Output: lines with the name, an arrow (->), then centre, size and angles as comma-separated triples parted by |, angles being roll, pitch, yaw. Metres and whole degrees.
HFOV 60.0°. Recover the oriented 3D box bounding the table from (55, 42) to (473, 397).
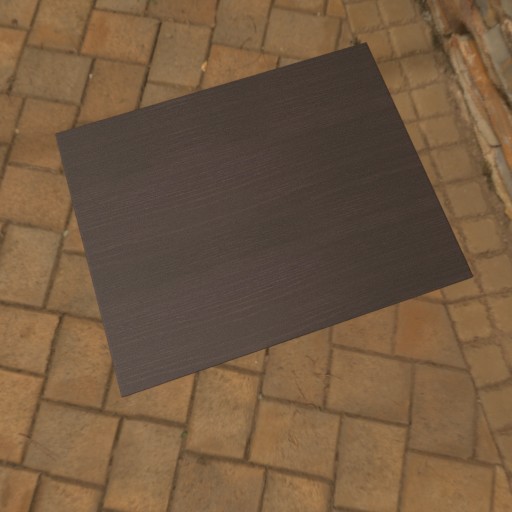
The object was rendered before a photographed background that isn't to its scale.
table -> 0.000, 0.000, 0.919 | 0.480, 0.635, 0.381 | -18, 77, -4
